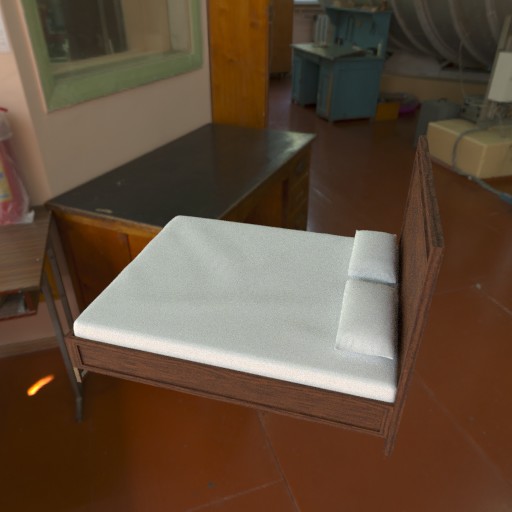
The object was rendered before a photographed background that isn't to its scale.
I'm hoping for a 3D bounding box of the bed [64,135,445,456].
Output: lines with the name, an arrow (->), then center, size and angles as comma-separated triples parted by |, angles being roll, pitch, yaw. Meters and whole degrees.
bed -> 0.000, 0.000, 3.310 | 2.218, 1.487, 1.765 | 8, 33, 13
